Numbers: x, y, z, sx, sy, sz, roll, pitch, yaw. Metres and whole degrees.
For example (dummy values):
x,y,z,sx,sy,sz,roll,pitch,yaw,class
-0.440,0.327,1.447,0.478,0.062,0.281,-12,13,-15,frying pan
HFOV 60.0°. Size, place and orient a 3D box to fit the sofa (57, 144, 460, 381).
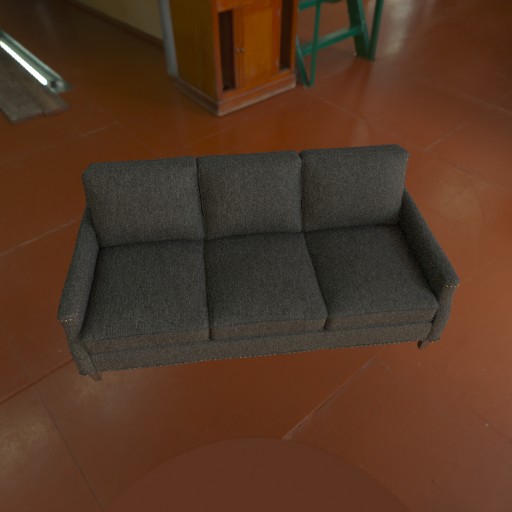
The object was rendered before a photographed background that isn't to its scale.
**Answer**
x,y,z,sx,sy,sz,roll,pitch,yaw,class
0.000,0.000,2.835,2.246,1.003,1.084,-5,46,-4,sofa
